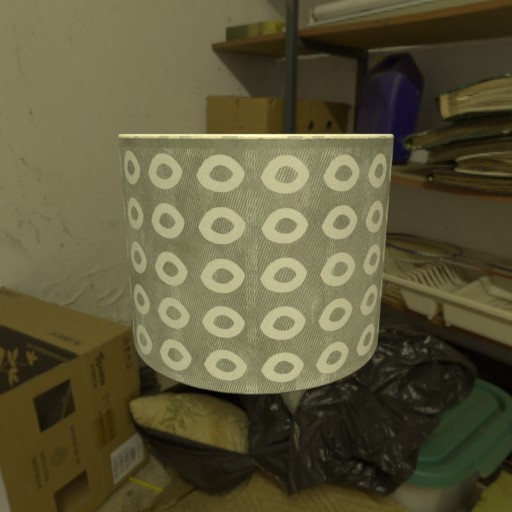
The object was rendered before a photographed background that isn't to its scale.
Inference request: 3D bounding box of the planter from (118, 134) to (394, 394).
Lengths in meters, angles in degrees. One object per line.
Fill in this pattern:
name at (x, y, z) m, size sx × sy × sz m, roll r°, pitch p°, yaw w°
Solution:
planter at (0.000, 0.000, 0.342) m, size 0.190 × 0.181 × 0.190 m, roll 0°, pitch 15°, yaw 0°
